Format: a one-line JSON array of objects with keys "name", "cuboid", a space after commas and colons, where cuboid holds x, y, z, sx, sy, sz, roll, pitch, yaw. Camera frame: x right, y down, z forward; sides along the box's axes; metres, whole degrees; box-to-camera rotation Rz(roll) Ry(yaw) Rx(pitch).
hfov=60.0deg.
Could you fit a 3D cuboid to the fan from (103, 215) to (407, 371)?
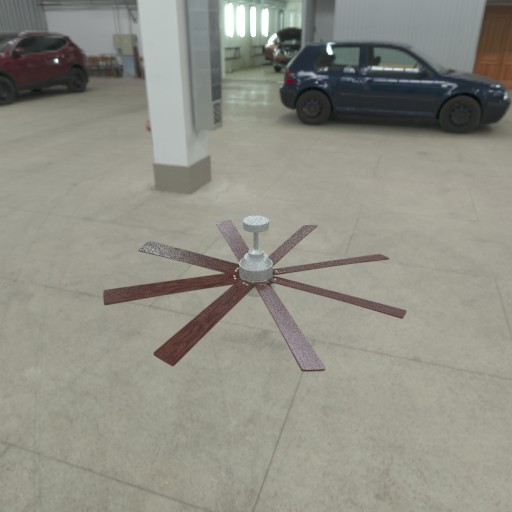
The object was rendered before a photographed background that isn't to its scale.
[{"name": "fan", "cuboid": [0.000, 0.000, 2.721, 1.830, 0.472, 1.830, -8, 28, -15]}]
